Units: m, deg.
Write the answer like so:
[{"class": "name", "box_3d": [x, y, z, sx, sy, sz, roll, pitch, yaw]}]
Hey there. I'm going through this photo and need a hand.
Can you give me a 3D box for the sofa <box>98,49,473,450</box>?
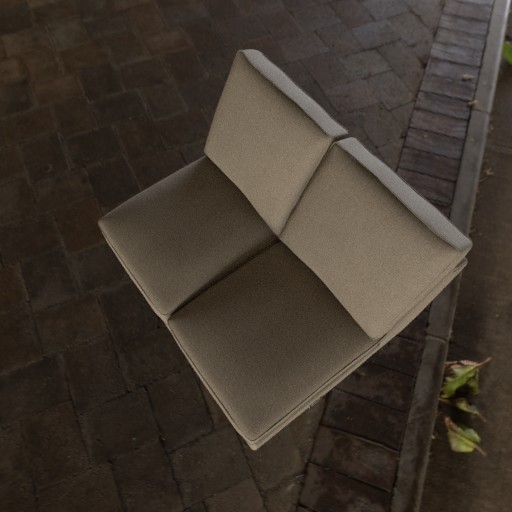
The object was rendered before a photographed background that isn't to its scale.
[{"class": "sofa", "box_3d": [0.000, 0.000, 1.949, 0.978, 1.006, 1.232, -34, 68, -16]}]
